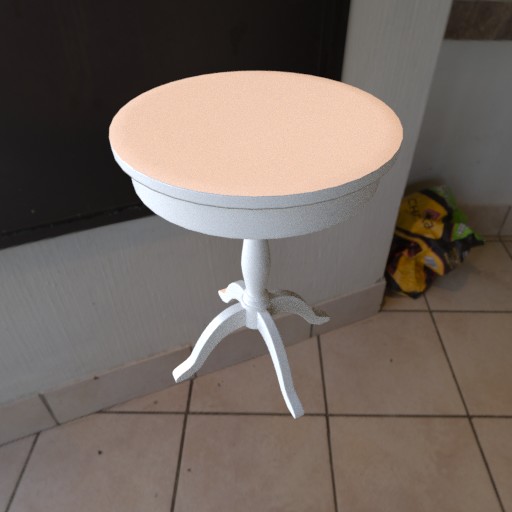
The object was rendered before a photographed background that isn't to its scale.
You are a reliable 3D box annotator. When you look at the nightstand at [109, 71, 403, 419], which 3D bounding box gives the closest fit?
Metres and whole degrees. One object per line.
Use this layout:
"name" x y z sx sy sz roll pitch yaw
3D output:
"nightstand" 0.000 0.000 1.008 0.513 0.653 0.513 -12 42 -13
